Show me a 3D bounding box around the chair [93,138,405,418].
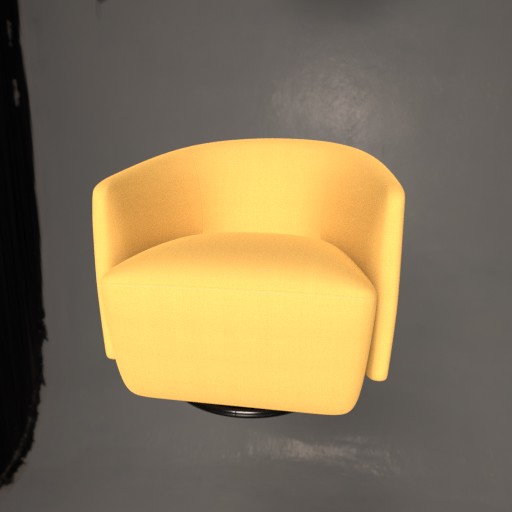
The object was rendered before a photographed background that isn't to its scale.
[{"bbox_3d":[0.000,0.000,1.346,0.773,0.698,0.767,2,14,9],"label":"chair"}]
